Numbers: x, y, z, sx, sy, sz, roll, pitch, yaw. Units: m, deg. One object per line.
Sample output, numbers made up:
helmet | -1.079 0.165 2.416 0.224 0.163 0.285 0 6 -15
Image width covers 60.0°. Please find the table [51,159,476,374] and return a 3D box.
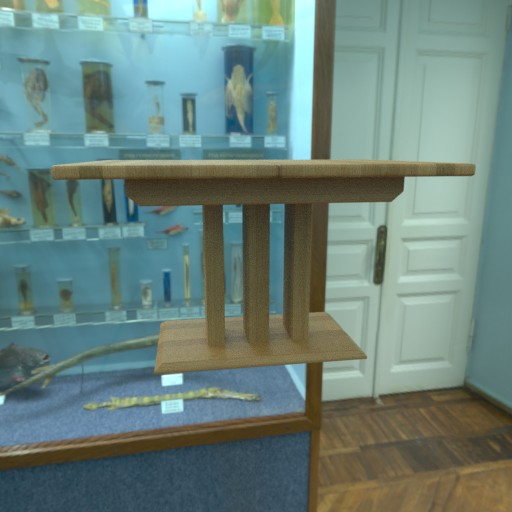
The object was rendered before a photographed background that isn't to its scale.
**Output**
table | 0.000 0.000 1.847 1.300 0.770 0.900 -2 13 -9
